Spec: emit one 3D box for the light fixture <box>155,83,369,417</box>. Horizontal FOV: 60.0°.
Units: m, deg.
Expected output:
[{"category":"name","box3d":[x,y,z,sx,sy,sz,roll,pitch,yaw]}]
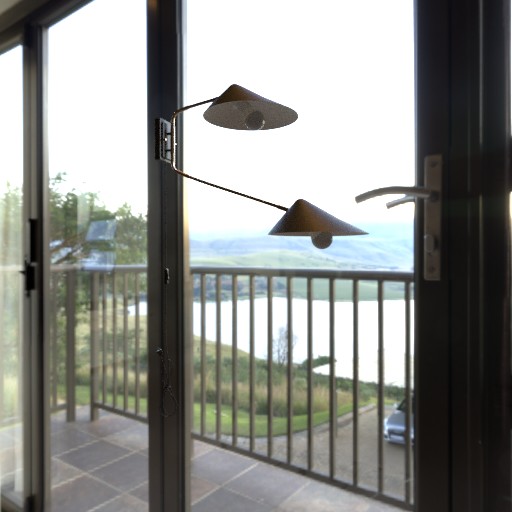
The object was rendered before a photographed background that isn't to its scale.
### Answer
[{"category":"light fixture","box3d":[0.000,0.000,0.849,0.422,0.665,0.189,0,0,18]}]
